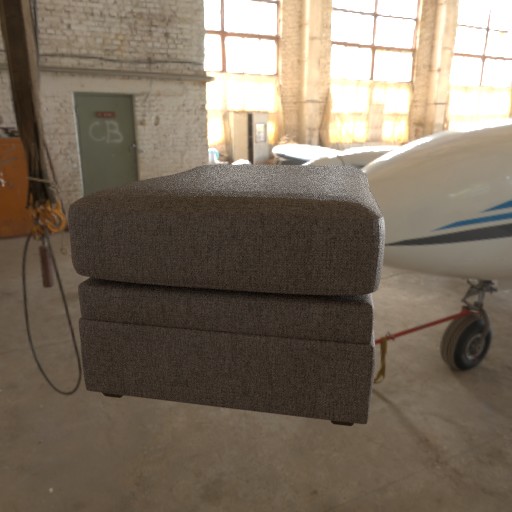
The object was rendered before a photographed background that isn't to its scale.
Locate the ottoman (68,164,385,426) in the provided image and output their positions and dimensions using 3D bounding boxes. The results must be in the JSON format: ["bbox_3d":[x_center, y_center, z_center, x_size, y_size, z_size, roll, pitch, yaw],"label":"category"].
[{"bbox_3d":[0.000,0.000,1.261,0.637,0.478,0.885,3,17,11],"label":"ottoman"}]
